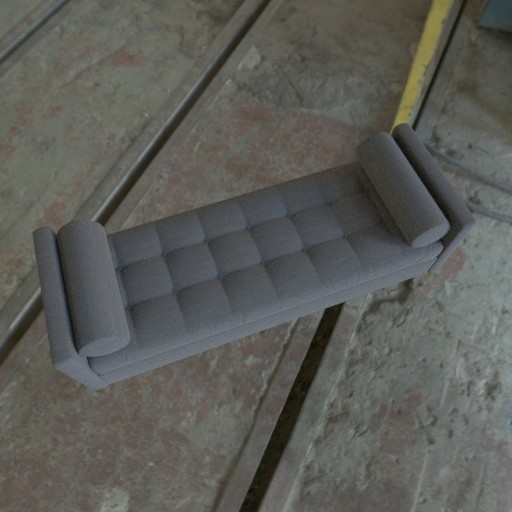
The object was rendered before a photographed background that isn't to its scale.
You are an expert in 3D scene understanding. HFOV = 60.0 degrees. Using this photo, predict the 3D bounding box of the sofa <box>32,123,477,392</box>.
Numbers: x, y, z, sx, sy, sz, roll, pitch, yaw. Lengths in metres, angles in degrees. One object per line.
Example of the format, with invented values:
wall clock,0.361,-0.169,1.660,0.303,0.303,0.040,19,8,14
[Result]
sofa,0.000,0.000,2.335,1.981,0.635,0.686,-18,64,-9
